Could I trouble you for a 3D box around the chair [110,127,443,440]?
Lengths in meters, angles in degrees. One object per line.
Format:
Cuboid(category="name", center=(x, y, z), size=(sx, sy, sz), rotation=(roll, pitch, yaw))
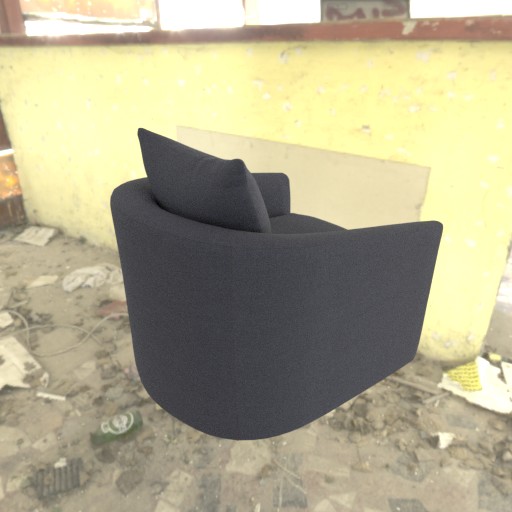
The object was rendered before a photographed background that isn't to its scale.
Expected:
Cuboid(category="chair", center=(0.000, 0.000, 1.540), size=(0.910, 0.848, 0.845), rotation=(-17, 30, -33))
